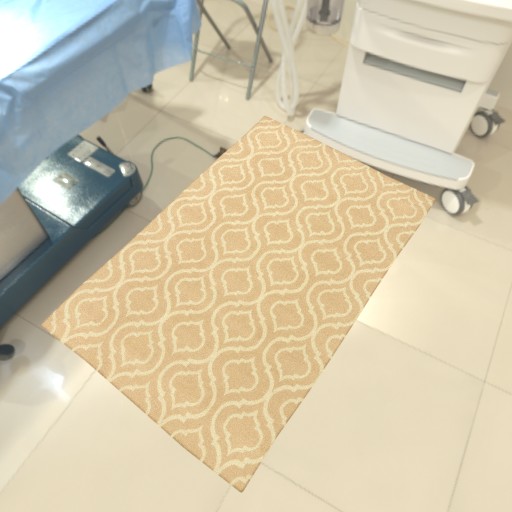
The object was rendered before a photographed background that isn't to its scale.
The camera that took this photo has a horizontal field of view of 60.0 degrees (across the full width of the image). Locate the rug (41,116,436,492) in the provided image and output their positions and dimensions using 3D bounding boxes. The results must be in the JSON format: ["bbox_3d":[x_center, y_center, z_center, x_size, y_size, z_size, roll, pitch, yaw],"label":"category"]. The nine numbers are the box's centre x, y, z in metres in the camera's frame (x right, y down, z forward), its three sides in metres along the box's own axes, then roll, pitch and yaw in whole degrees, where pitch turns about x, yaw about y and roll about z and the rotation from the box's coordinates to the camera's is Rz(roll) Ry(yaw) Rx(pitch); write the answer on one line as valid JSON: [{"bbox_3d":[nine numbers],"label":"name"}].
[{"bbox_3d":[0.000,0.000,2.200,1.152,0.013,1.761,32,63,19],"label":"rug"}]
